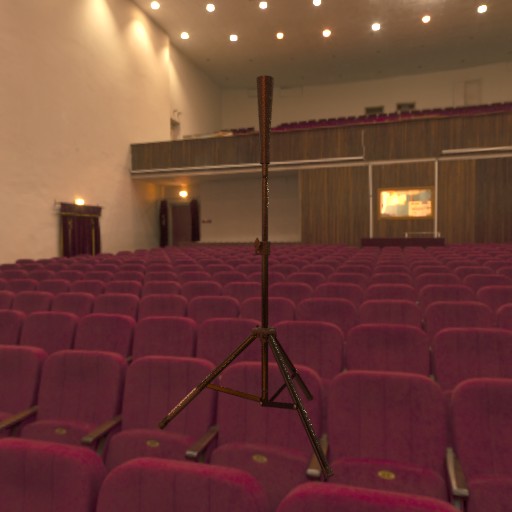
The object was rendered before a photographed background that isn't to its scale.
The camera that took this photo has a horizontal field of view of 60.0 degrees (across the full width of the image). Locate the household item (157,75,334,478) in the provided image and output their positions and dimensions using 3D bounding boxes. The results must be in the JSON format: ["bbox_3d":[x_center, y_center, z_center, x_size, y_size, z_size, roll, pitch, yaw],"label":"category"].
[{"bbox_3d":[0.000,0.000,1.394,0.559,1.067,0.559,0,1,17],"label":"household item"}]
